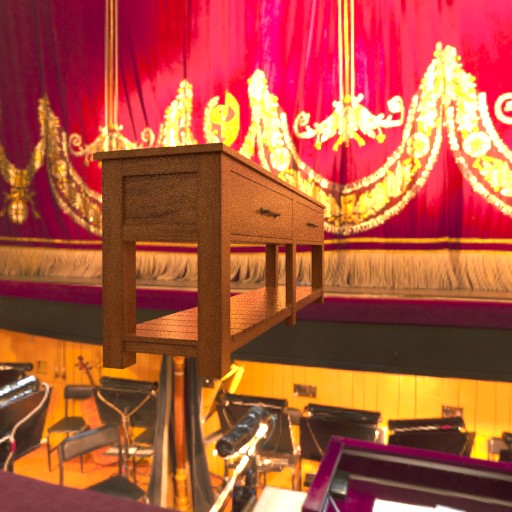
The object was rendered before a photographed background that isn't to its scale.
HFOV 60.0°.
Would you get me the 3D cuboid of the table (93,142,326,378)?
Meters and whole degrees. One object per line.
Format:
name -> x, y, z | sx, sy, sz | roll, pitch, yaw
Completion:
table -> 0.000, 0.000, 2.101 | 0.425, 0.635, 1.815 | 0, 1, 18
